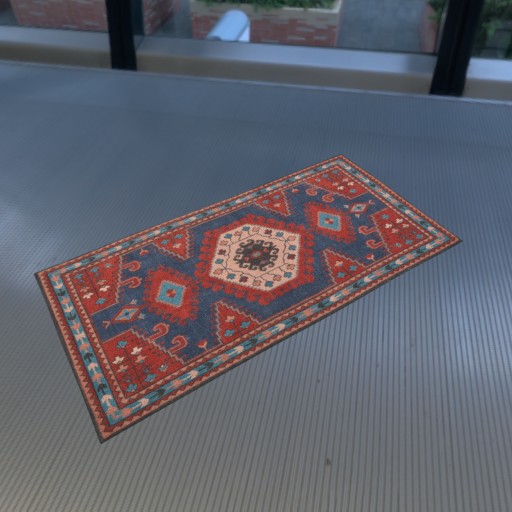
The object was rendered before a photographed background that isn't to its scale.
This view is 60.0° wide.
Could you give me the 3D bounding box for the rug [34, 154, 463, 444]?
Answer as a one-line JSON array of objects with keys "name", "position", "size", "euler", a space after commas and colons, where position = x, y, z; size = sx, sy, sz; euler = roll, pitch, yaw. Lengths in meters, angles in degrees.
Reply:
[{"name": "rug", "position": [0.000, 0.000, 3.481], "size": [3.032, 0.034, 1.522], "euler": [-25, 51, -22]}]
